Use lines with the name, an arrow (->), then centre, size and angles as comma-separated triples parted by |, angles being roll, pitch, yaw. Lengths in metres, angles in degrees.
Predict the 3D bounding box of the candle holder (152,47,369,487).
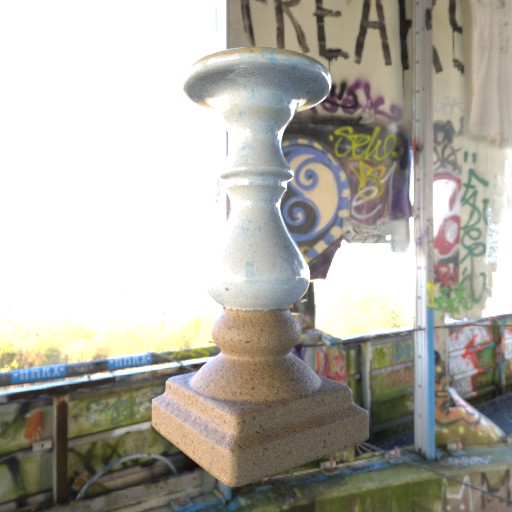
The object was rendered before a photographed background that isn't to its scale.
candle holder -> 0.000, 0.000, 0.302 | 0.110, 0.239, 0.110 | 0, 0, -36
